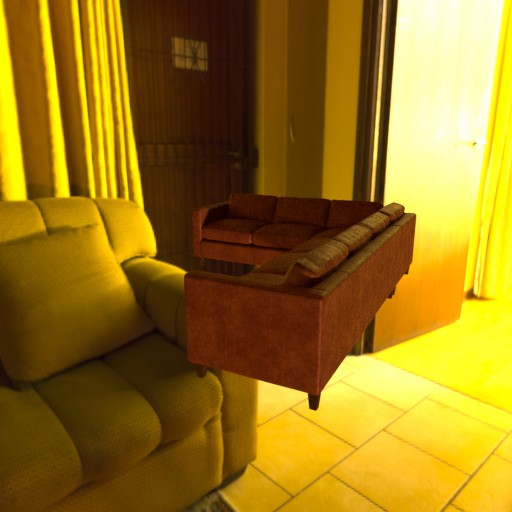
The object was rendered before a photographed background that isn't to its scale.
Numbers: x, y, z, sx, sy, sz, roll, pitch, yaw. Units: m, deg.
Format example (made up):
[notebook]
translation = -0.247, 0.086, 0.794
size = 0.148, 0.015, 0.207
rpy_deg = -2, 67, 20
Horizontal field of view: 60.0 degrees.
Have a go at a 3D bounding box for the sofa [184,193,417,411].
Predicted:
[sofa]
translation = 0.000, 0.000, 4.251
size = 2.438, 0.838, 3.150
rpy_deg = 7, 16, 27
